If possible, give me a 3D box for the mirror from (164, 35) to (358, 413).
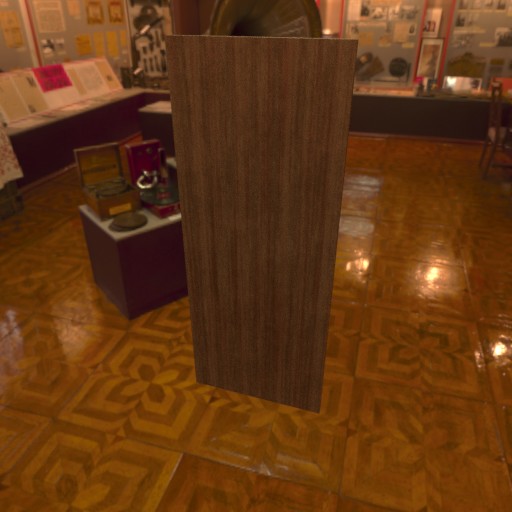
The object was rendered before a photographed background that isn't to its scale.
[{"bbox_3d":[0.000,0.000,2.290,0.812,2.032,0.025,9,31,16],"label":"mirror"}]
